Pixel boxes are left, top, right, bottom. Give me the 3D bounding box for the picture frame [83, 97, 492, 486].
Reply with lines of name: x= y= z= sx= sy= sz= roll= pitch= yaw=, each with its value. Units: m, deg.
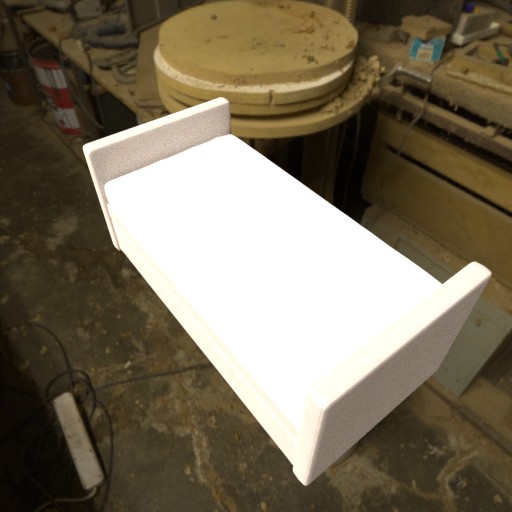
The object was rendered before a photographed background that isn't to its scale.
picture frame: x=0.000 y=0.000 z=2.689 sx=1.069 sy=0.891 sz=2.161 roll=-29 pitch=53 yaw=-25
